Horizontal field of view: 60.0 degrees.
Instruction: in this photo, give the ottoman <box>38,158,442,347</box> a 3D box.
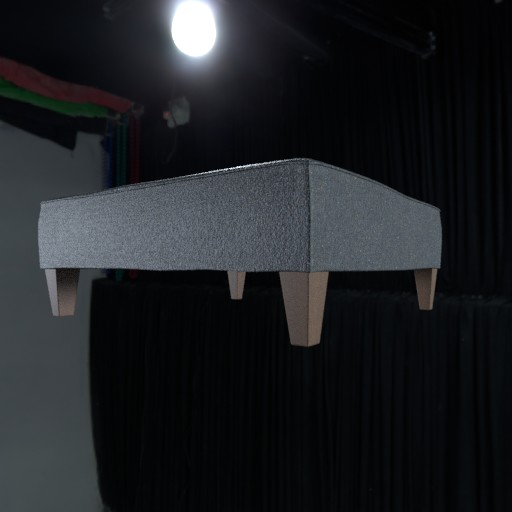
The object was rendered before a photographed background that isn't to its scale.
[{"bbox_3d":[0.000,0.000,1.501,0.968,0.382,1.004,-1,-2,36],"label":"ottoman"}]
